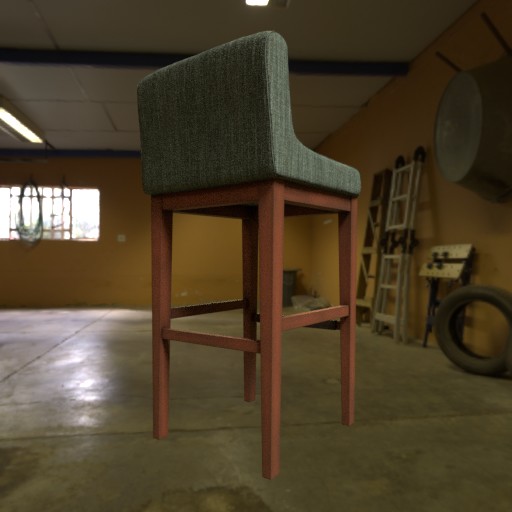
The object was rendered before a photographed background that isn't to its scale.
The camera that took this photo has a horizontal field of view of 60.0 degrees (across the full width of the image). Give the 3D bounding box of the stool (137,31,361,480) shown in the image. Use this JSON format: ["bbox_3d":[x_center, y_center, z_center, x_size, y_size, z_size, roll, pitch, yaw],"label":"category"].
[{"bbox_3d":[0.000,0.000,1.226,0.426,0.965,0.499,-1,-1,37],"label":"stool"}]
